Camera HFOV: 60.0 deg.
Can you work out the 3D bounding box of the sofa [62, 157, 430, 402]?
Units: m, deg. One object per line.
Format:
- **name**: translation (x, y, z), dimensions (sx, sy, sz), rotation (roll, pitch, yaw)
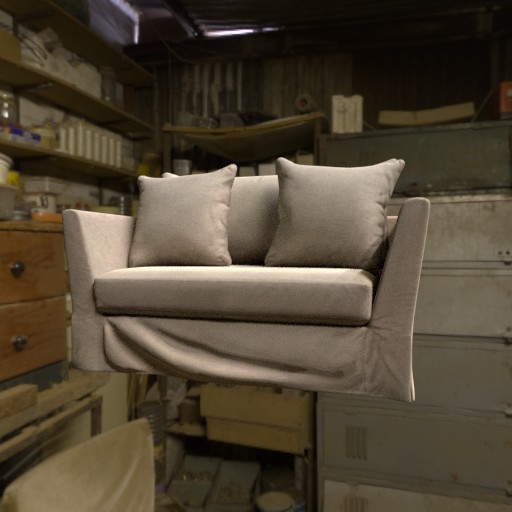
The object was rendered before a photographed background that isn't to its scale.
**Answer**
- **sofa**: translation (0.000, 0.000, 2.284), dimensions (1.608, 1.040, 1.035), rotation (0, 1, 17)
